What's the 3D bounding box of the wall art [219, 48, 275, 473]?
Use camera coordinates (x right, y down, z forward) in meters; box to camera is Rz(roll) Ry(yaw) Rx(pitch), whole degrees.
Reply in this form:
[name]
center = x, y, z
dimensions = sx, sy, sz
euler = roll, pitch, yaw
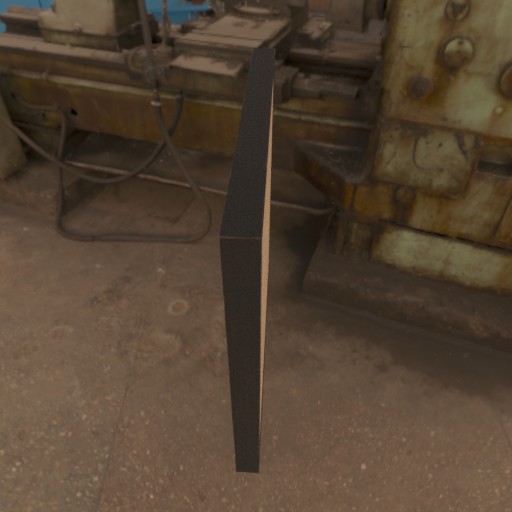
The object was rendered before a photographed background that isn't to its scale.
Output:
[wall art]
center = 0.000, 0.000, 0.750
dimensions = 0.038, 0.508, 0.508
euler = 2, 42, 2
